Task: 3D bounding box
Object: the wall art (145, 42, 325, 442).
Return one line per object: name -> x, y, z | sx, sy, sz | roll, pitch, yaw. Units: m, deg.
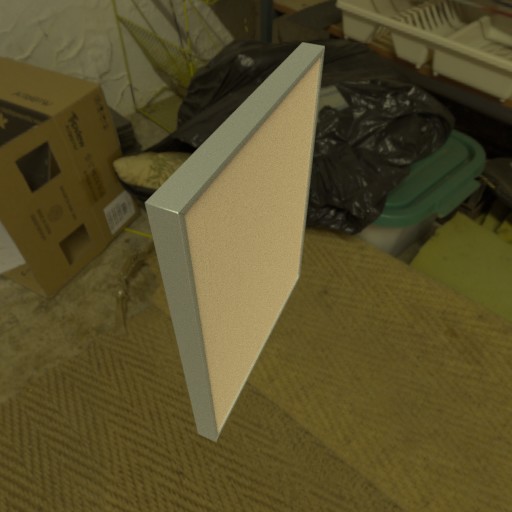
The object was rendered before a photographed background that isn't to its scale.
wall art -> 0.000, 0.000, 0.766 | 0.039, 0.553, 0.445 | 18, 49, 17
